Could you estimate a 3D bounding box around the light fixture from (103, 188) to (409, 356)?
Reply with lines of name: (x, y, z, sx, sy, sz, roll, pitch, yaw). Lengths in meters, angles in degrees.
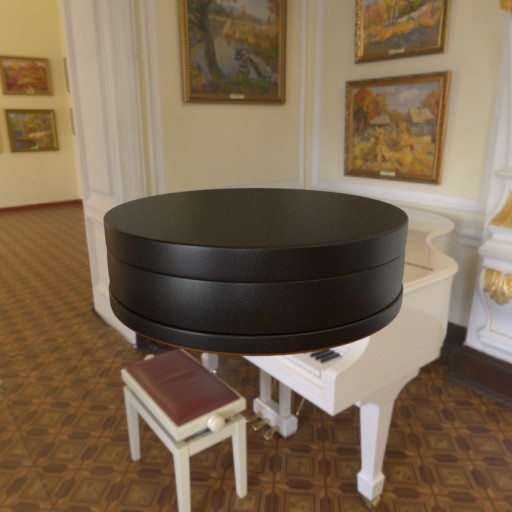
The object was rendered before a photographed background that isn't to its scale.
light fixture: (0.000, 0.000, 0.442, 0.283, 0.097, 0.283, 0, 17, 0)
